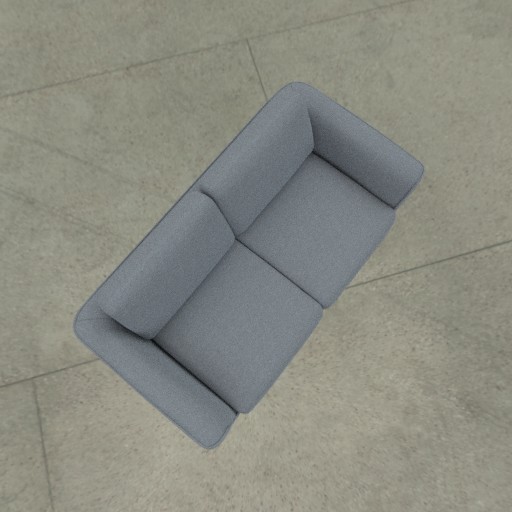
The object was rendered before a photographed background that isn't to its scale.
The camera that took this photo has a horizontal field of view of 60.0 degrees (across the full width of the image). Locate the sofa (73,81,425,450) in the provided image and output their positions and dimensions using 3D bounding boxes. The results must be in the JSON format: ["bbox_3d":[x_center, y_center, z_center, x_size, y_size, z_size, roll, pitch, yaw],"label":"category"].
[{"bbox_3d":[0.000,0.000,2.261,0.920,0.850,1.700,38,78,9],"label":"sofa"}]
